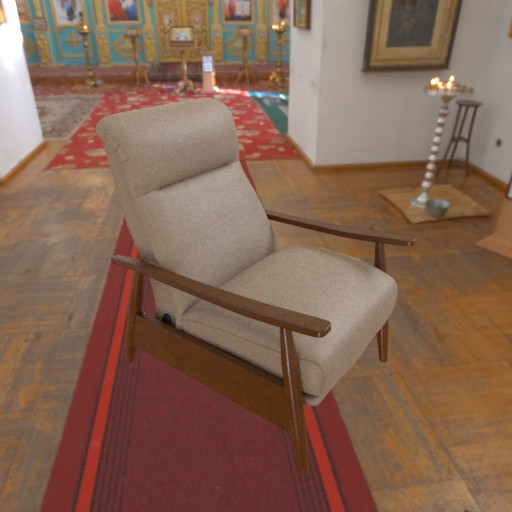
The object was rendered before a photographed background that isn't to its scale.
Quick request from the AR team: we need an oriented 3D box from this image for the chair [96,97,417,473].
[{"bbox_3d":[0.000,0.000,1.789,1.030,1.082,0.762,19,34,32],"label":"chair"}]
